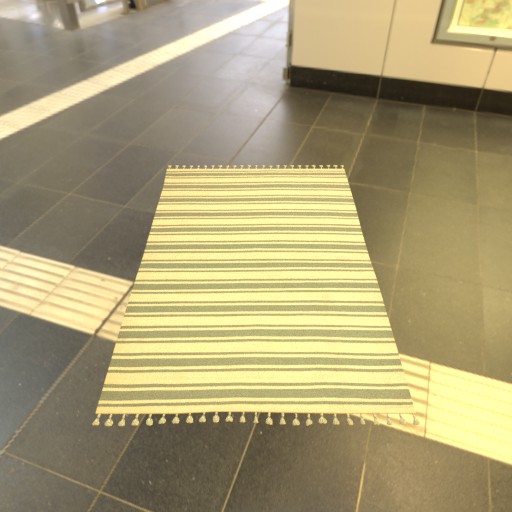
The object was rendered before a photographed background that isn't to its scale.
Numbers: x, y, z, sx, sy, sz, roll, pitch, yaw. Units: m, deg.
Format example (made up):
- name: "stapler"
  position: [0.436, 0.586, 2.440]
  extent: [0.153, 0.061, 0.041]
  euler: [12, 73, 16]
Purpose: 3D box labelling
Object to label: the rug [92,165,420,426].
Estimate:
- name: "rug"
  position: [0.000, 0.000, 2.974]
  extent: [1.539, 0.011, 2.410]
  euler: [0, 41, 0]
